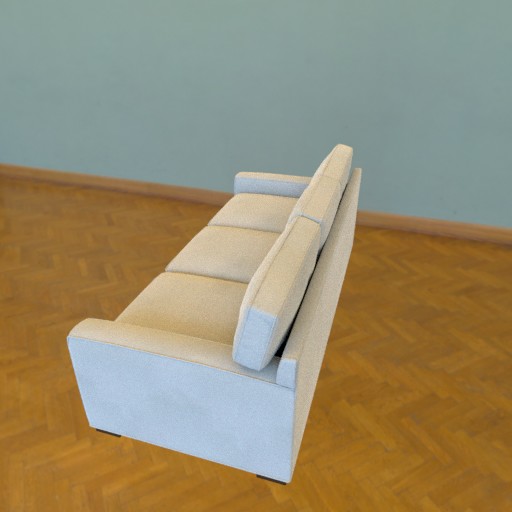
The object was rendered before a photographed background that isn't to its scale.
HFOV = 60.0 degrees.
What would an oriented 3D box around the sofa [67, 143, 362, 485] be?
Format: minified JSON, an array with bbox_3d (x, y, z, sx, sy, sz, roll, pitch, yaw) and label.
[{"bbox_3d":[0.000,0.000,2.536,0.935,0.862,2.088,9,31,15],"label":"sofa"}]
